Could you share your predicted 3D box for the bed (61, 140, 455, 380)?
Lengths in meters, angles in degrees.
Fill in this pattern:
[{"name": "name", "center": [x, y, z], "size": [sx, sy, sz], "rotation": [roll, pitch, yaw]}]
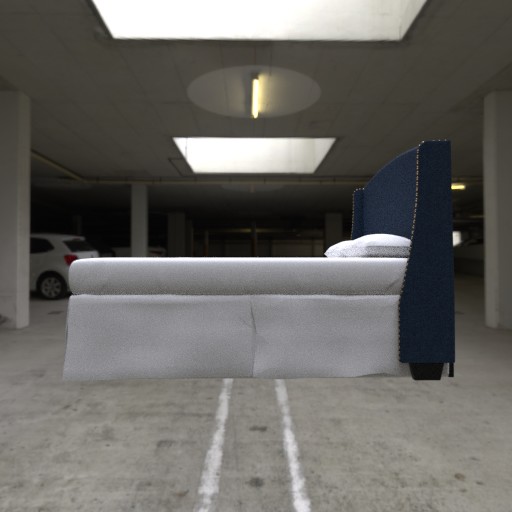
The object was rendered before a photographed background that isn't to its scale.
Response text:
[{"name": "bed", "center": [0.000, 0.000, 3.223], "size": [2.223, 1.402, 1.604], "rotation": [0, -1, -1]}]
